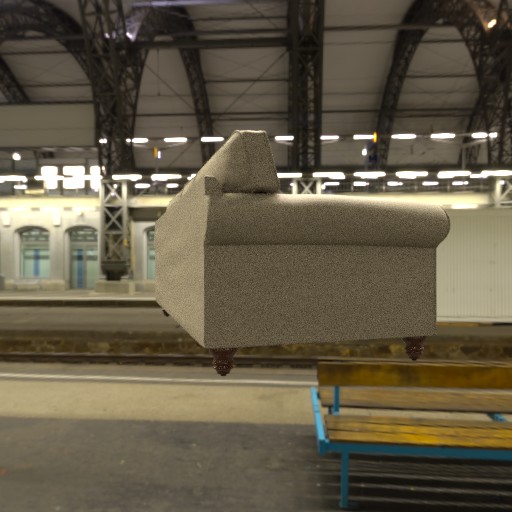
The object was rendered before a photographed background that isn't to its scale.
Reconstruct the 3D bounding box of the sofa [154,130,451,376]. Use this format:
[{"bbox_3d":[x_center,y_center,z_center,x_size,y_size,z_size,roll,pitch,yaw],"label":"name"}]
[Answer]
[{"bbox_3d":[0.000,0.000,2.596,0.998,0.889,2.118,0,-1,-18],"label":"sofa"}]
